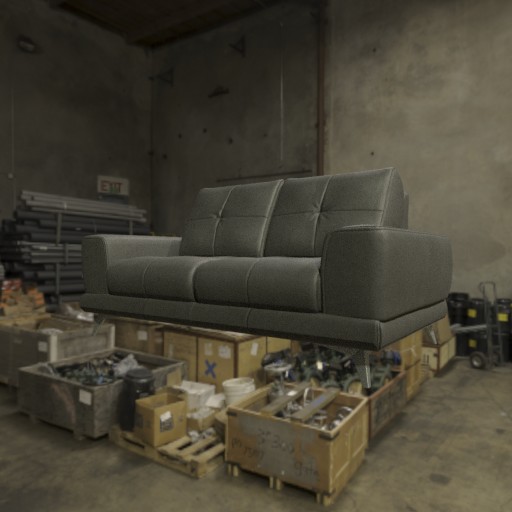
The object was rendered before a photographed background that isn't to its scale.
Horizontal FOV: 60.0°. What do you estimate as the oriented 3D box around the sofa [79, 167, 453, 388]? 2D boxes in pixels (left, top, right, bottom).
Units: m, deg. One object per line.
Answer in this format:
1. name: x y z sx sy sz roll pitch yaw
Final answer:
1. sofa: 0.000 0.000 2.390 1.806 0.907 1.018 0 1 36
